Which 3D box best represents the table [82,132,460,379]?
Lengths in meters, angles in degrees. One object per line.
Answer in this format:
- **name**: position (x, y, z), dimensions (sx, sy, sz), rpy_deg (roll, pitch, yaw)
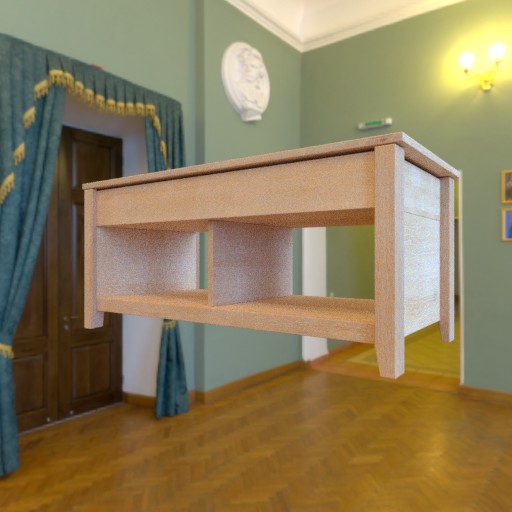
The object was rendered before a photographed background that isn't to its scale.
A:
- **table**: position (0.000, 0.000, 1.307), dimensions (1.016, 0.457, 0.483), rpy_deg (0, 0, 36)
